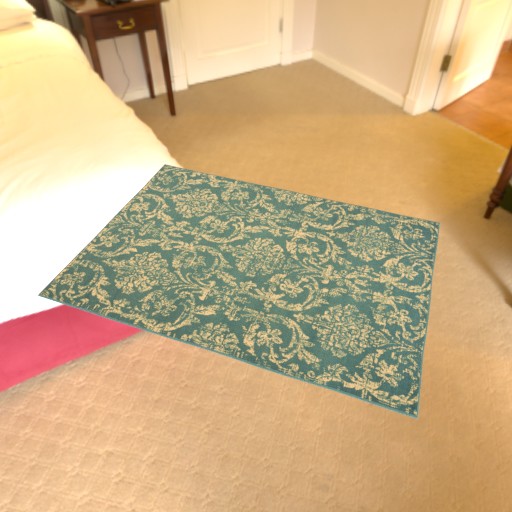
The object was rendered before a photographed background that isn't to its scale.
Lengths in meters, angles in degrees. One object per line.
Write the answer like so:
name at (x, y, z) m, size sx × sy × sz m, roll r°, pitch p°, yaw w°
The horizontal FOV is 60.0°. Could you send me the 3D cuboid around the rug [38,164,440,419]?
rug at (0.000, 0.000, 2.893) m, size 2.205 × 0.012 × 1.554 m, roll 14°, pitch 45°, yaw 15°
